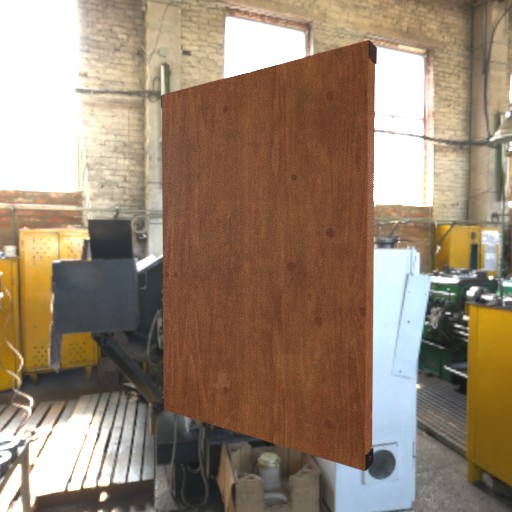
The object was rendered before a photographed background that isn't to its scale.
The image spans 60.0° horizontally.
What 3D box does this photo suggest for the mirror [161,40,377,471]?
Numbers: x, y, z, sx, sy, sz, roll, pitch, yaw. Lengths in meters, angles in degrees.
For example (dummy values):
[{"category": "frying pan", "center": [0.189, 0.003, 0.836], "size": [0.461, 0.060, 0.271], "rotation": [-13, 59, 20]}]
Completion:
[{"category": "mirror", "center": [0.000, 0.000, 0.946], "size": [0.517, 0.761, 0.053], "rotation": [1, 2, 34]}]
